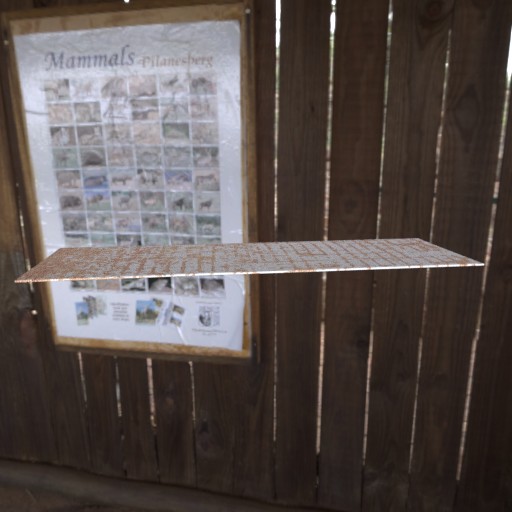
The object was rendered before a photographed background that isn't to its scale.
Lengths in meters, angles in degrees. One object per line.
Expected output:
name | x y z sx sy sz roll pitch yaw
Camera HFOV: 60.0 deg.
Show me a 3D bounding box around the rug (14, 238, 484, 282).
rug | 0.000 0.000 2.638 2.435 0.011 0.750 -2 13 -8
